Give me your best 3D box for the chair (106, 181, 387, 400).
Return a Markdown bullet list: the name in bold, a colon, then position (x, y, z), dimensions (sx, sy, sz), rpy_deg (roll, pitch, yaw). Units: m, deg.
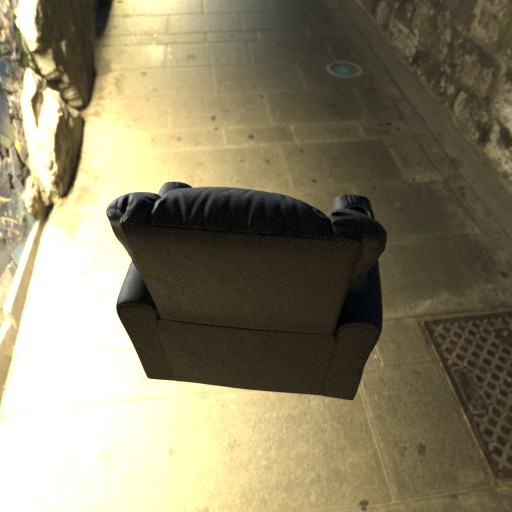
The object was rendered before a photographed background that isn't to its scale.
- **chair**: position (0.000, 0.000, 1.106), dimensions (0.610, 0.709, 0.521), rpy_deg (5, 47, 4)
